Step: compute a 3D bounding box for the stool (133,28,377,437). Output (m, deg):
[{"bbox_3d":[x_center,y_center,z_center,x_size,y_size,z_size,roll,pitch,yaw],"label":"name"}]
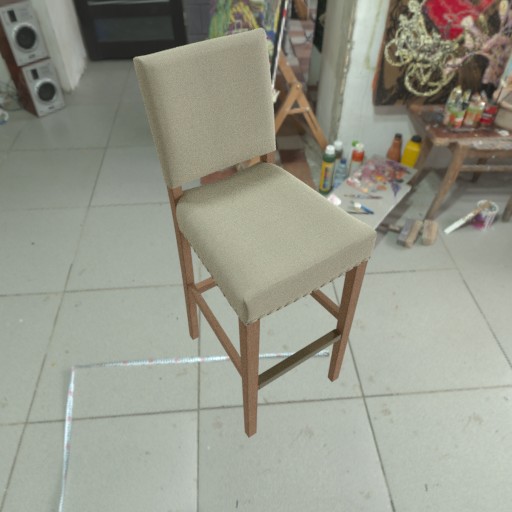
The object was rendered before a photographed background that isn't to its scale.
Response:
[{"bbox_3d":[0.000,0.000,1.389,0.428,1.143,0.546,-26,51,-23],"label":"stool"}]
